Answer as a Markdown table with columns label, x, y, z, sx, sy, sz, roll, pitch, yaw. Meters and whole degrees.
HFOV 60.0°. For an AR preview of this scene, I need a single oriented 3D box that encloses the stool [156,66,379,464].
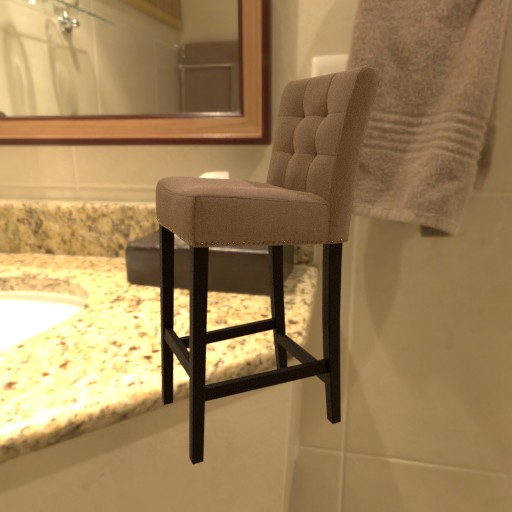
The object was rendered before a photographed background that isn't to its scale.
| label | x | y | z | sx | sy | sz | roll | pitch | yaw |
| --- | --- | --- | --- | --- | --- | --- | --- | --- | --- |
| stool | 0.000 | 0.000 | 1.336 | 0.548 | 1.047 | 0.411 | -7 | 17 | -25 |
